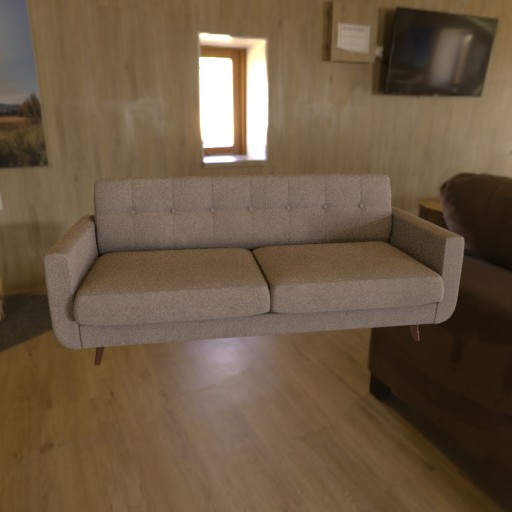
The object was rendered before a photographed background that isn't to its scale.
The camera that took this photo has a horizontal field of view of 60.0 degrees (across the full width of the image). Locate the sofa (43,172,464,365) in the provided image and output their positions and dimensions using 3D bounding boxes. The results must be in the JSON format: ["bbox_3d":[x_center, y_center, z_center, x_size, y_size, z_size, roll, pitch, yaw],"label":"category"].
[{"bbox_3d":[0.000,0.000,2.509,2.029,0.841,0.909,-3,17,-8],"label":"sofa"}]
